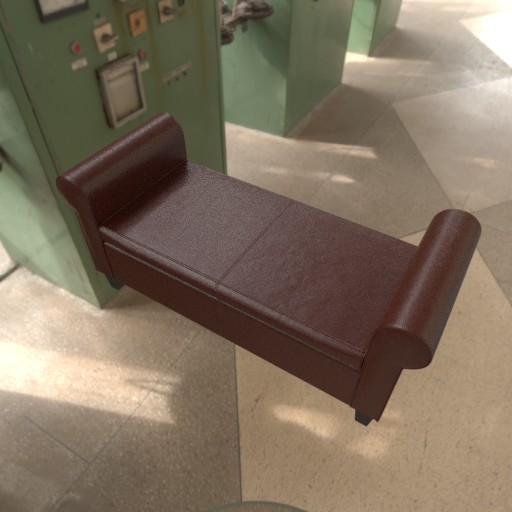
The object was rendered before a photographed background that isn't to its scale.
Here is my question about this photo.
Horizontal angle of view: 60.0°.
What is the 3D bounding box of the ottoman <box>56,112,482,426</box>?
[{"bbox_3d":[0.000,0.000,1.542,1.256,0.547,0.521,24,50,22],"label":"ottoman"}]
